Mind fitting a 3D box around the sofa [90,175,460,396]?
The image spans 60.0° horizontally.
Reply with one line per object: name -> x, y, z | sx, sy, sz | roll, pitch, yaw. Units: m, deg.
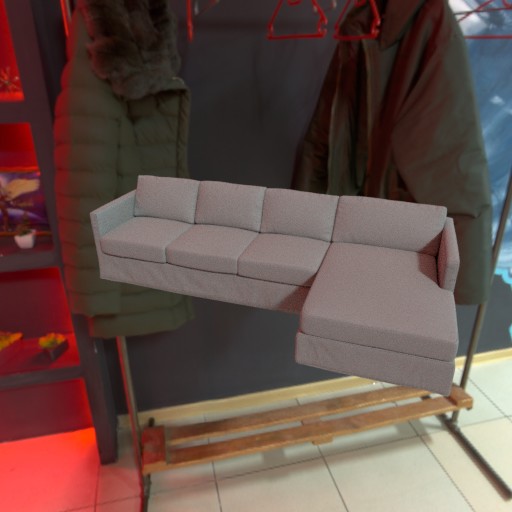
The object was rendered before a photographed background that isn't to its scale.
sofa -> 0.000, 0.000, 3.819 | 3.177, 0.867, 1.622 | 8, 27, 17
